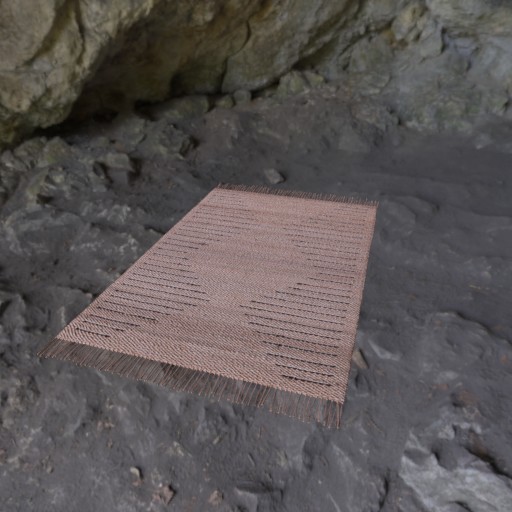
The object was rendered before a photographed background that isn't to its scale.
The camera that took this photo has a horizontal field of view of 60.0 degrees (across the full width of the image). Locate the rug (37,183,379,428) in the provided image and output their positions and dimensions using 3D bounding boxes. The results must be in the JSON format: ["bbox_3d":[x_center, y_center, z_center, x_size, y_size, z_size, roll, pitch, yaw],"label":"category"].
[{"bbox_3d":[0.000,0.000,2.493,1.224,0.027,2.085,9,31,15],"label":"rug"}]
